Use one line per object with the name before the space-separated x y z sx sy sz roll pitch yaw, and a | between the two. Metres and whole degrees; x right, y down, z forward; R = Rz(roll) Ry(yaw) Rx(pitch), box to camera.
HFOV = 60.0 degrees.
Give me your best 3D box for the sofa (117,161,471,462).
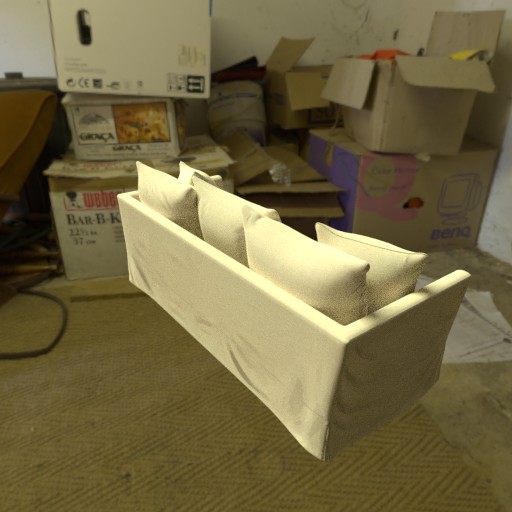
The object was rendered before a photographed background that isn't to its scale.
sofa | 0.000 0.000 3.056 1.030 1.042 2.484 -18 31 -33
